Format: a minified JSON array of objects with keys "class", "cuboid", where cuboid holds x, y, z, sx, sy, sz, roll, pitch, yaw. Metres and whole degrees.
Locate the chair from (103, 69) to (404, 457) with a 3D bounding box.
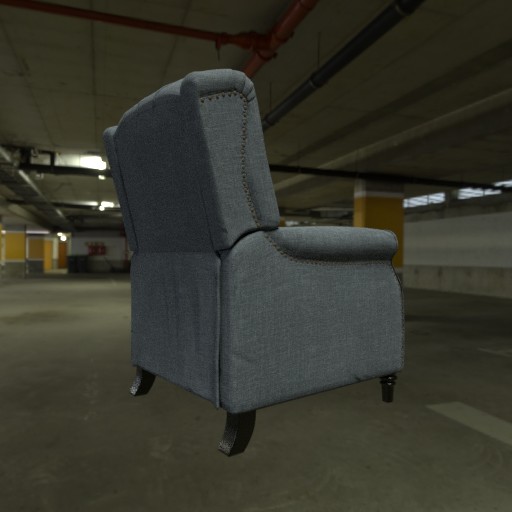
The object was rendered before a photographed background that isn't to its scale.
[{"class":"chair","cuboid":[0.000,0.000,1.596,0.898,1.035,0.742,0,0,-37]}]
